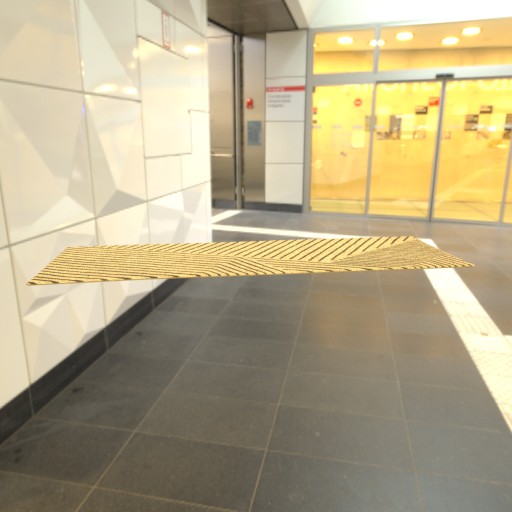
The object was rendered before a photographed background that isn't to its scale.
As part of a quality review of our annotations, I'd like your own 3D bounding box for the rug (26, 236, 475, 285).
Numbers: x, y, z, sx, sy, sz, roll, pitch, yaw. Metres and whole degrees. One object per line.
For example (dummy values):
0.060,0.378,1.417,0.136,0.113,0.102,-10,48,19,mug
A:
0.000,0.000,2.748,2.439,0.020,0.773,-2,15,-7,rug
